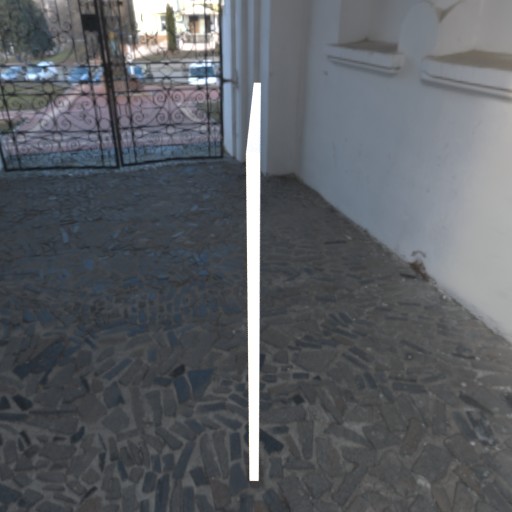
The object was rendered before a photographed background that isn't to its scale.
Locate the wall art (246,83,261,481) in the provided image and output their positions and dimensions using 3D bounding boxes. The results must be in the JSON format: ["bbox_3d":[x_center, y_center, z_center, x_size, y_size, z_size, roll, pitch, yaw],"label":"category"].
[{"bbox_3d":[0.000,0.000,0.703,0.012,0.457,0.457,0,29,1],"label":"wall art"}]
